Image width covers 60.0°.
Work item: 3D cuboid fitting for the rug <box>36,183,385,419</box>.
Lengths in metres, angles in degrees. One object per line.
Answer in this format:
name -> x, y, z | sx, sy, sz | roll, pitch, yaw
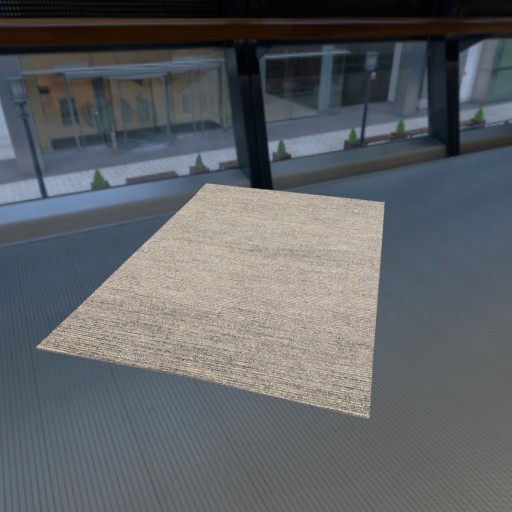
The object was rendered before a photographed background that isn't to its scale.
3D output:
rug -> 0.000, 0.000, 2.943 | 1.604, 0.030, 2.307 | 8, 31, 14
